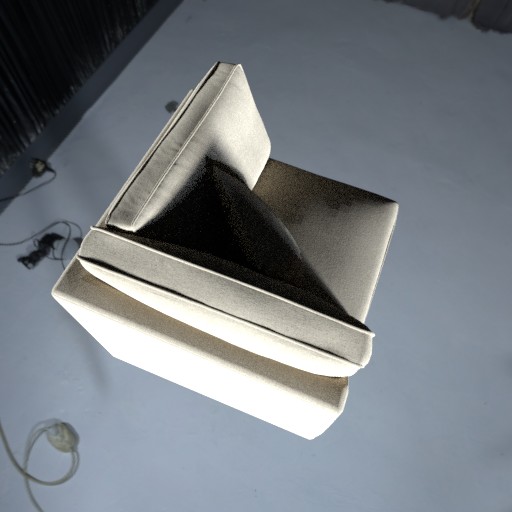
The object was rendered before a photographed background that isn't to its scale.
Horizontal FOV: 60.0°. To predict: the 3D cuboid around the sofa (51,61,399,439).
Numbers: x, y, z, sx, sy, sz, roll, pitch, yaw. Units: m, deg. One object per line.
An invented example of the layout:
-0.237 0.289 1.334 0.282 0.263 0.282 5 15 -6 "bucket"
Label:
0.000 0.000 1.955 1.084 1.002 1.146 20 63 11 "sofa"
